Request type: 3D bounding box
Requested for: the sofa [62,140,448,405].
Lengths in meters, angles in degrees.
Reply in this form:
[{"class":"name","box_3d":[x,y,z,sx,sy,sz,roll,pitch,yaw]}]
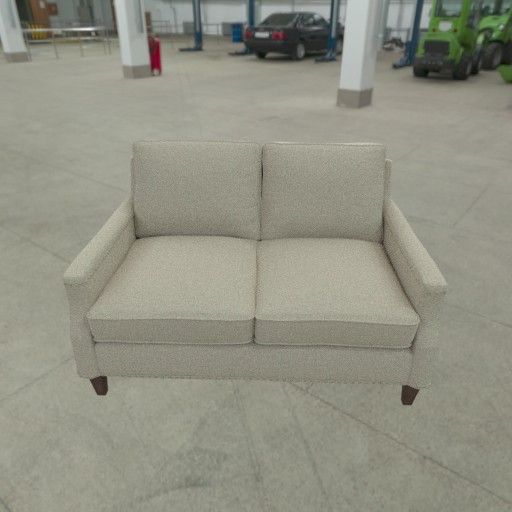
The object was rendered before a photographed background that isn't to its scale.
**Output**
[{"class":"sofa","box_3d":[0.000,0.000,2.267,1.597,1.003,1.084,1,29,2]}]
